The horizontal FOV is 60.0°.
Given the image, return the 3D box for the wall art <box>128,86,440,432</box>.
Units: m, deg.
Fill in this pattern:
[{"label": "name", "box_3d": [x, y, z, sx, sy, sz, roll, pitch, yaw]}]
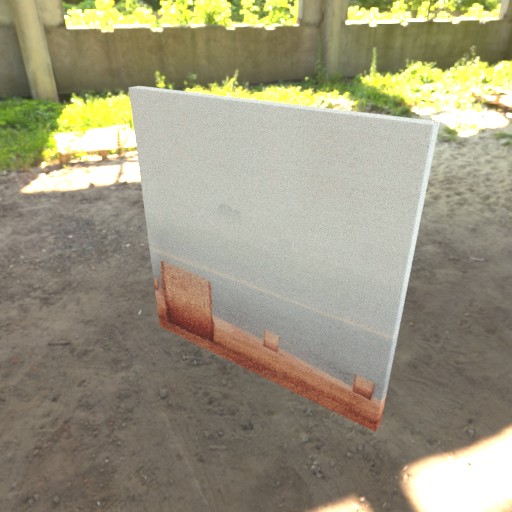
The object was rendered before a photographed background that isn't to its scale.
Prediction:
[{"label": "wall art", "box_3d": [0.000, 0.000, 0.606, 0.405, 0.405, 0.023, 18, 34, 30]}]
